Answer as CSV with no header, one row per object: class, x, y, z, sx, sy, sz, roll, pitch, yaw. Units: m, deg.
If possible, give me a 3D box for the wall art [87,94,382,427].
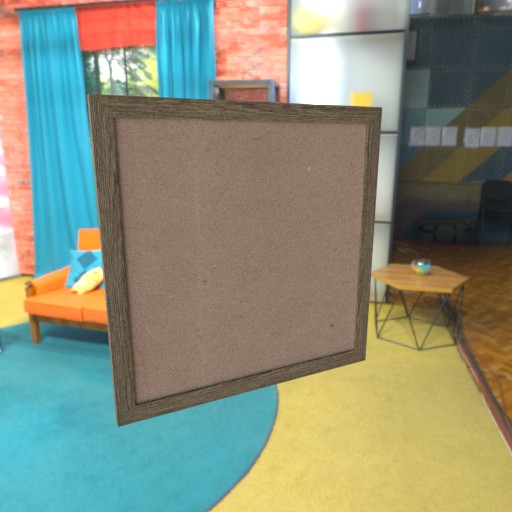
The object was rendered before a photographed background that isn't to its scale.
wall art,0.000,0.000,0.772,0.508,0.508,0.019,-7,16,-26
